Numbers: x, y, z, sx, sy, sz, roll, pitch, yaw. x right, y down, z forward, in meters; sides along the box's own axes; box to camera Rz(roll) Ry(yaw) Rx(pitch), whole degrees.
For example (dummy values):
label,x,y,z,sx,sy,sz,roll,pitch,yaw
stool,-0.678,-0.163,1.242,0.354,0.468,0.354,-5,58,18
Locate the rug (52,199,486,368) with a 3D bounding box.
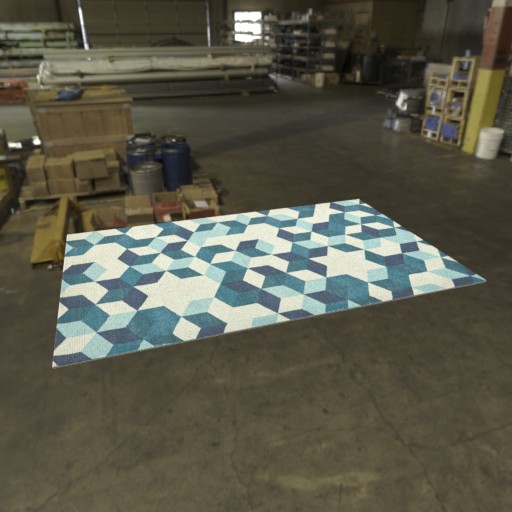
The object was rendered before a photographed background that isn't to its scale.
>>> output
label,x,y,z,sx,sy,sz,roll,pitch,yaw
rug,0.000,0.000,2.979,2.438,0.015,1.518,-9,28,-16
